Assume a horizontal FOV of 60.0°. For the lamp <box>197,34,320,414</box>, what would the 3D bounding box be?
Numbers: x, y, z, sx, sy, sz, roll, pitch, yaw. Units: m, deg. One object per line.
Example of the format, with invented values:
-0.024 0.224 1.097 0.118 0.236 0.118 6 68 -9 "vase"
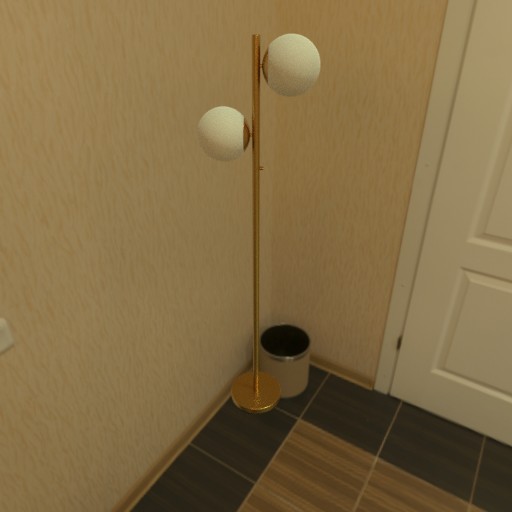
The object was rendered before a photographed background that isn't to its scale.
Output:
0.000 0.000 1.825 0.419 1.641 0.249 2 31 3 "lamp"
